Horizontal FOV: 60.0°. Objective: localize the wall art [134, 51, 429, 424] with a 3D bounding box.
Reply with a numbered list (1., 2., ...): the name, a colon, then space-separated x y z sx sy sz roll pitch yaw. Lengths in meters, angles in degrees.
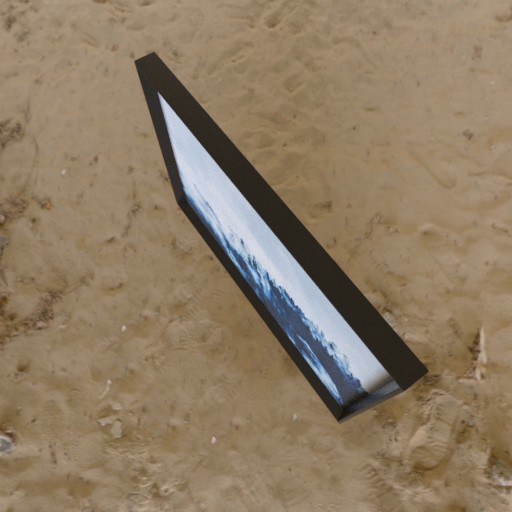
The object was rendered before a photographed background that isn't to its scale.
1. wall art: 0.000 0.000 1.196 0.058 0.640 0.939 -32 69 -14
